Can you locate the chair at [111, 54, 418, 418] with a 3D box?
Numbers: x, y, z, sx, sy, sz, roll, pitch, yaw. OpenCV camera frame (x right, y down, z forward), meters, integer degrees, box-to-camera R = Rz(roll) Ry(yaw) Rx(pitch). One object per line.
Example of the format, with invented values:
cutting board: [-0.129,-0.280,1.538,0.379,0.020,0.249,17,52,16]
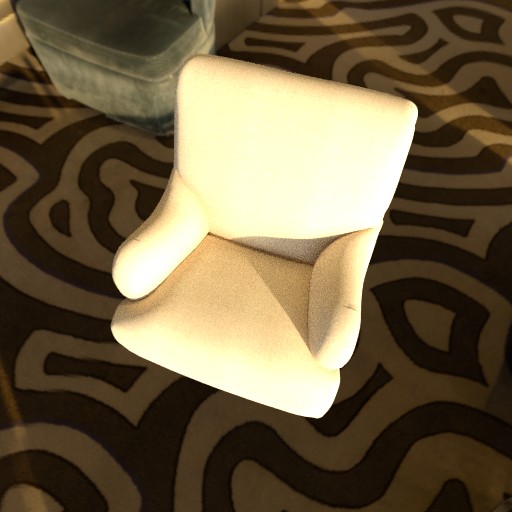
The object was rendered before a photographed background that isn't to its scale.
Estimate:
chair: [0.000,0.000,1.509,0.766,0.944,0.842,17,59,11]
